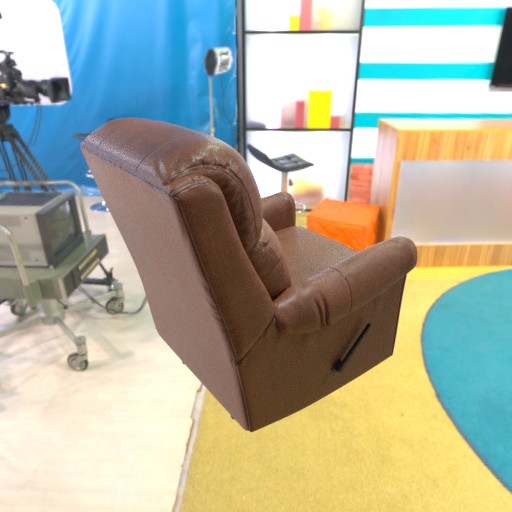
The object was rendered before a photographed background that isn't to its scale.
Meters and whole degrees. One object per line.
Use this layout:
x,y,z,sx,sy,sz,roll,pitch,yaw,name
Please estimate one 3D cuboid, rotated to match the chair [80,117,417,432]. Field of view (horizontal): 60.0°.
0.000,0.000,1.743,1.014,1.054,0.838,-17,31,-32,chair
